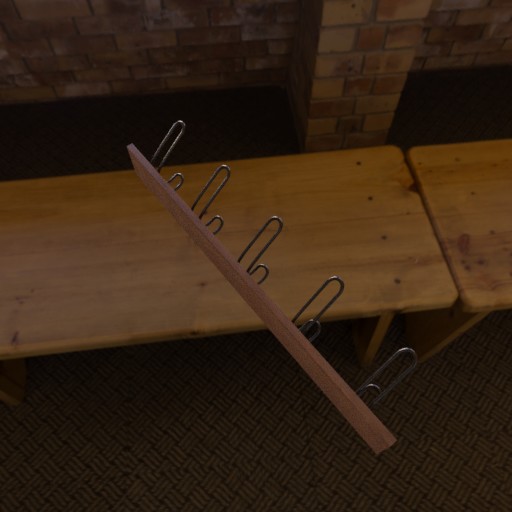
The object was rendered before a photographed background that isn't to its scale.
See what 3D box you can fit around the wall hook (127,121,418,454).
[{"bbox_3d":[0.000,0.000,0.601,0.076,0.116,0.554,-34,65,-19],"label":"wall hook"}]
